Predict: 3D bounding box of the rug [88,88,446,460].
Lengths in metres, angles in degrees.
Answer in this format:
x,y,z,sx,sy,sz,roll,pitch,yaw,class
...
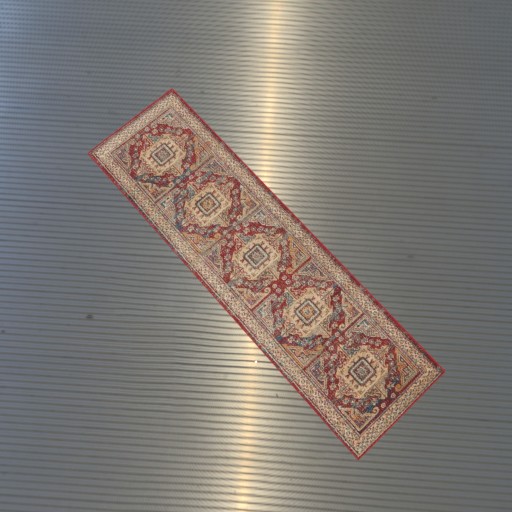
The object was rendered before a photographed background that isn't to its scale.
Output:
x,y,z,sx,sy,sz,roll,pitch,yaw,class
0.000,0.000,2.509,0.659,0.015,2.292,-41,80,-9,rug
